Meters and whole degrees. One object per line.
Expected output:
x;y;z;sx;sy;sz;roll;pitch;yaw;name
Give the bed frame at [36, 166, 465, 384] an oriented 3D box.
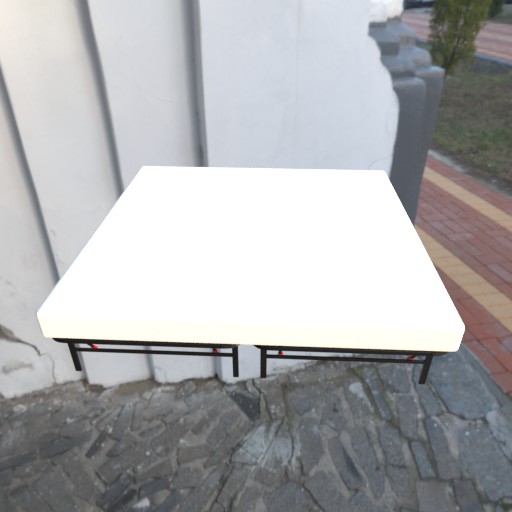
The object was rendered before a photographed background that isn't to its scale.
0.000;0.000;3.021;2.033;0.525;1.935;2;33;2;bed frame
